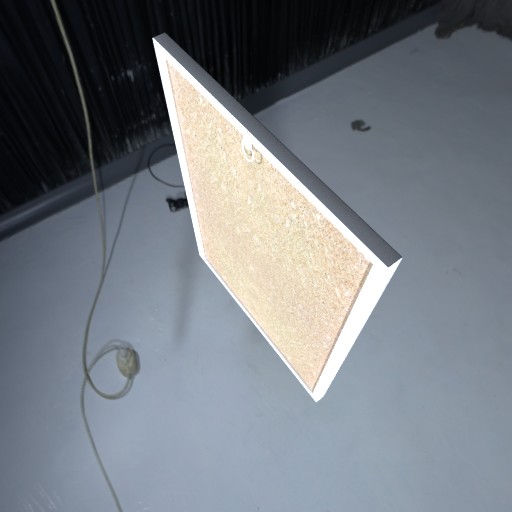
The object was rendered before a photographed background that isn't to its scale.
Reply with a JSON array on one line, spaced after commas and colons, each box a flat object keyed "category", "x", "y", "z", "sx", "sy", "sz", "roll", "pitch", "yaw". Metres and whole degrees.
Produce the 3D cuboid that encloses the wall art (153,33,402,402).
[{"category": "wall art", "x": 0.000, "y": 0.000, "z": 1.387, "sx": 0.042, "sy": 1.056, "sz": 0.805, "roll": -33, "pitch": 65, "yaw": -18}]
